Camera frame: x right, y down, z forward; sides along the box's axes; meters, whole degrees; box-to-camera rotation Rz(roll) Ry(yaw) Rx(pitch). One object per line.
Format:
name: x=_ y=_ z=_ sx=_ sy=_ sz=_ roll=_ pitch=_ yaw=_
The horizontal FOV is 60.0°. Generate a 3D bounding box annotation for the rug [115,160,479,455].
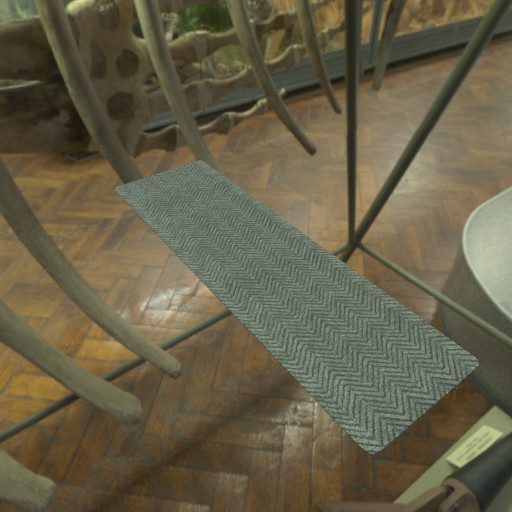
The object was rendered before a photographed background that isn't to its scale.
rug: x=0.000 y=0.000 z=2.424 sx=0.686 sy=0.008 sz=2.286 roll=-25 pitch=46 yaw=-27
